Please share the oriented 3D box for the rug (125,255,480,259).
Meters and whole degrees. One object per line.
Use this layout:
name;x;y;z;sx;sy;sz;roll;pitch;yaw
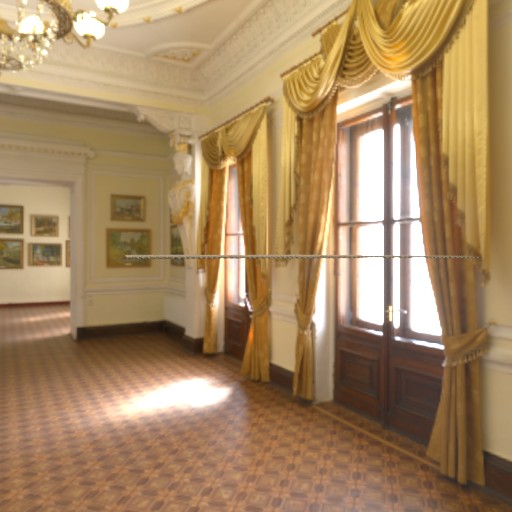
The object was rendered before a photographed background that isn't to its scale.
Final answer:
rug;0.000;0.000;4.222;2.380;0.013;3.051;0;0;-17
